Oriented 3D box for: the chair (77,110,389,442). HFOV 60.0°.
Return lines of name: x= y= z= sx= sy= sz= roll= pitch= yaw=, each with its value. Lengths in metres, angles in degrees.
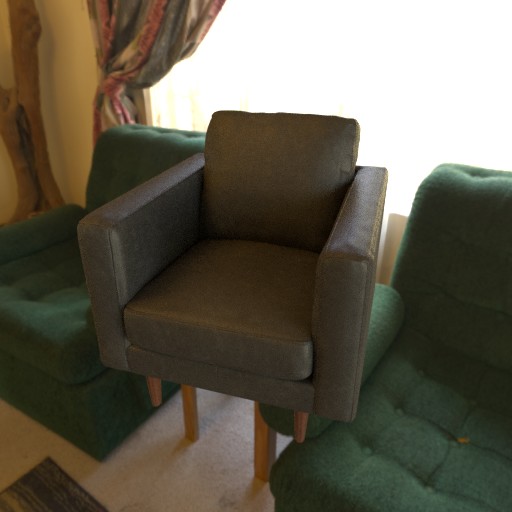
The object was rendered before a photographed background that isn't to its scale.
chair: x=0.000 y=0.000 z=1.571 sx=0.831 sy=0.898 sz=0.879 roll=8 pitch=27 yaw=16
